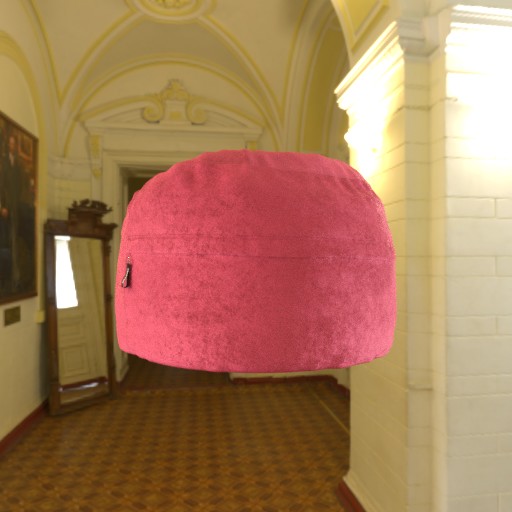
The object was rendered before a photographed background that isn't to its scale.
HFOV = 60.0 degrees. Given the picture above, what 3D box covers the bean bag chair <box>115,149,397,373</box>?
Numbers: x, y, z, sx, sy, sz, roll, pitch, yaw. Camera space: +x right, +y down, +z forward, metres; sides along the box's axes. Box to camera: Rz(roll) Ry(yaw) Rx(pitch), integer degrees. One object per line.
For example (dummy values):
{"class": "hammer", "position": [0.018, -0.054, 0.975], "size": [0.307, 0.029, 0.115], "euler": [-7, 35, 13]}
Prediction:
{"class": "bean bag chair", "position": [0.000, 0.000, 2.012], "size": [1.218, 0.788, 1.218], "euler": [0, -1, 0]}
